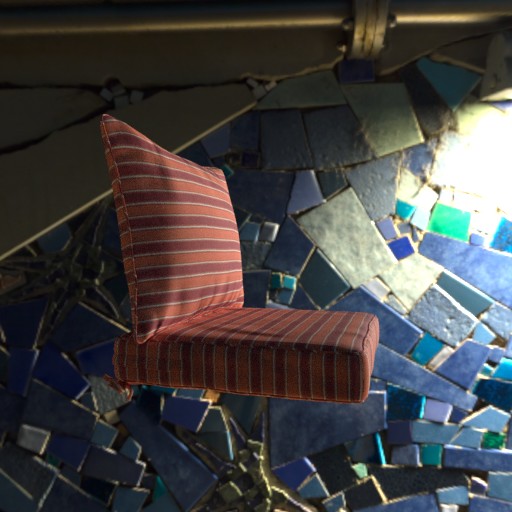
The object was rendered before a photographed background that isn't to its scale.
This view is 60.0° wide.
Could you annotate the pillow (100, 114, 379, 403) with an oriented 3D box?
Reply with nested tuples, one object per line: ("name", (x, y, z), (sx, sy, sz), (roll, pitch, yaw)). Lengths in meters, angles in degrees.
("pillow", (0.000, 0.000, 1.403), (0.733, 0.723, 0.799), (0, 0, 17))
